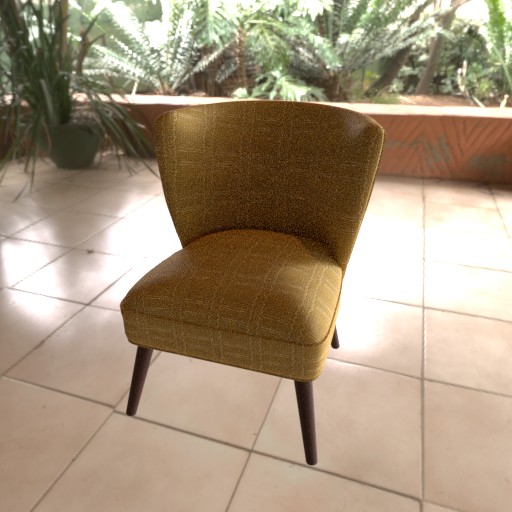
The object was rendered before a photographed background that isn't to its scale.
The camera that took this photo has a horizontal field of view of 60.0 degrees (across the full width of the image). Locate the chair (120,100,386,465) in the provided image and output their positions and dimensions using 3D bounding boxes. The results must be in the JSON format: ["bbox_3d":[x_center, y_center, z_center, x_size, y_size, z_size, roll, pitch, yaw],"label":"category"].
[{"bbox_3d":[0.000,0.000,1.433,0.706,0.866,0.758,8,28,16],"label":"chair"}]
